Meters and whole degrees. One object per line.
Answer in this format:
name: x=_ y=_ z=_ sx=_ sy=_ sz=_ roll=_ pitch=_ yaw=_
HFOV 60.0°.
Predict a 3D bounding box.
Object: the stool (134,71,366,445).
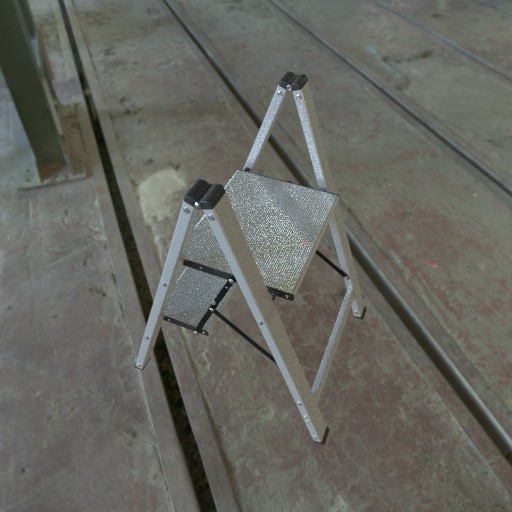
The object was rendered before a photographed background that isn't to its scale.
stool: x=0.000 y=0.000 z=1.014 sx=0.535 sy=0.670 sz=0.440 roll=17 pitch=49 yaw=15
